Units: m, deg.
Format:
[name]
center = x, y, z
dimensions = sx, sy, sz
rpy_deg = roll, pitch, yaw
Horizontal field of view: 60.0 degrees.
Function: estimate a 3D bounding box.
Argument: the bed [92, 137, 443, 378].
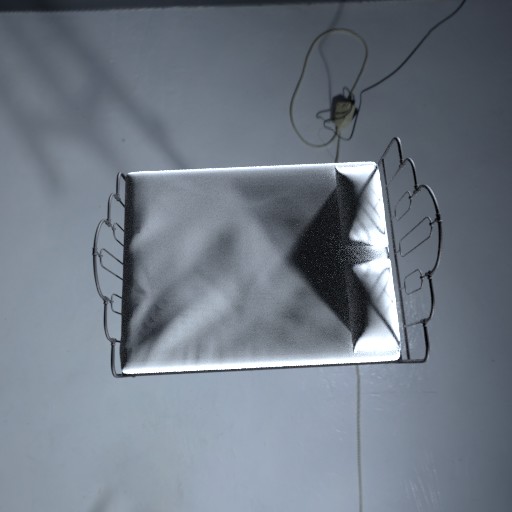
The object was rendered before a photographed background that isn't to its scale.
[bed]
center = 0.000, 0.000, 3.238
dimensions = 2.163, 1.429, 1.640
rpy_deg = -3, 76, -1
